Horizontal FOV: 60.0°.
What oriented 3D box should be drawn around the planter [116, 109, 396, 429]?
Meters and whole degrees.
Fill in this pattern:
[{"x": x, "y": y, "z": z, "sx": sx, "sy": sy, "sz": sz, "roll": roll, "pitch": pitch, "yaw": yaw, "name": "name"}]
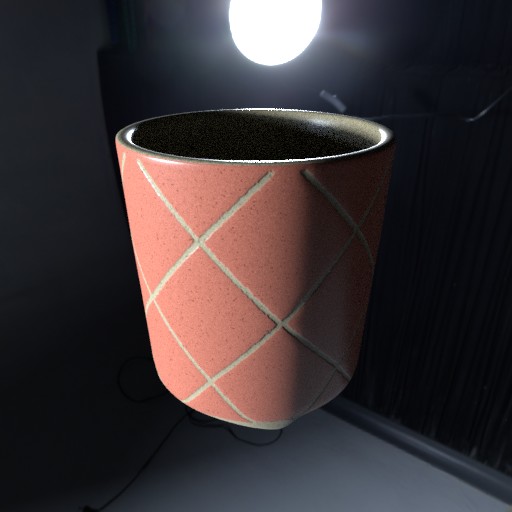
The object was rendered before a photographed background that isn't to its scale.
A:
[{"x": 0.000, "y": 0.000, "z": 0.356, "sx": 0.191, "sy": 0.200, "sz": 0.191, "roll": 0, "pitch": 27, "yaw": 0, "name": "planter"}]
